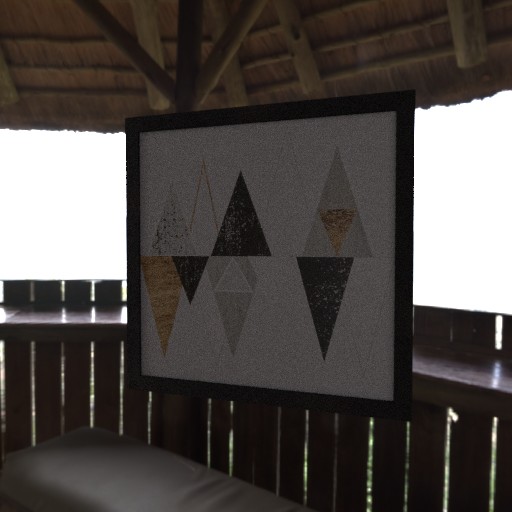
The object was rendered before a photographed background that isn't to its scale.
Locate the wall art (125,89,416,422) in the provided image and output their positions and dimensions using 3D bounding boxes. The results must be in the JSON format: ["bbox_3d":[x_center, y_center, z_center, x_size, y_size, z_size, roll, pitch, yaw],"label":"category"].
[{"bbox_3d":[0.000,0.000,1.228,0.823,0.823,0.013,1,2,18],"label":"wall art"}]
